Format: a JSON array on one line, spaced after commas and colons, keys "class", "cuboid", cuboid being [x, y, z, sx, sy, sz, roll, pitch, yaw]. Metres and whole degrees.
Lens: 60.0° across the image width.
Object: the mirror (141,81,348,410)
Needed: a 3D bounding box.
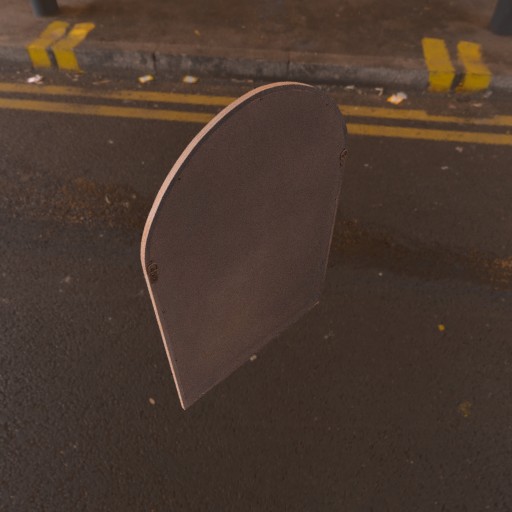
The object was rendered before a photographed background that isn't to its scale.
[{"class": "mirror", "cuboid": [0.000, 0.000, 1.156, 0.609, 0.915, 0.032, -34, 56, -27]}]
